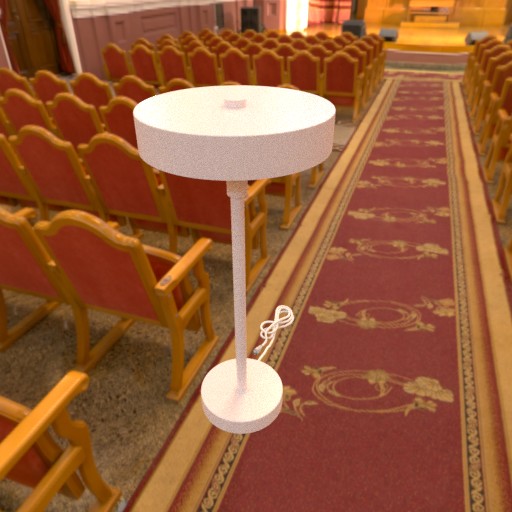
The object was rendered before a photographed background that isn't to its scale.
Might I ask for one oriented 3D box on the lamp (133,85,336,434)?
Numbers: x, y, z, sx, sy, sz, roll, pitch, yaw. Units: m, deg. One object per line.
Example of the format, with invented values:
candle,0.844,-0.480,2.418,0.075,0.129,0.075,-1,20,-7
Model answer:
lamp,0.000,0.000,0.696,0.229,0.508,0.369,11,34,17
